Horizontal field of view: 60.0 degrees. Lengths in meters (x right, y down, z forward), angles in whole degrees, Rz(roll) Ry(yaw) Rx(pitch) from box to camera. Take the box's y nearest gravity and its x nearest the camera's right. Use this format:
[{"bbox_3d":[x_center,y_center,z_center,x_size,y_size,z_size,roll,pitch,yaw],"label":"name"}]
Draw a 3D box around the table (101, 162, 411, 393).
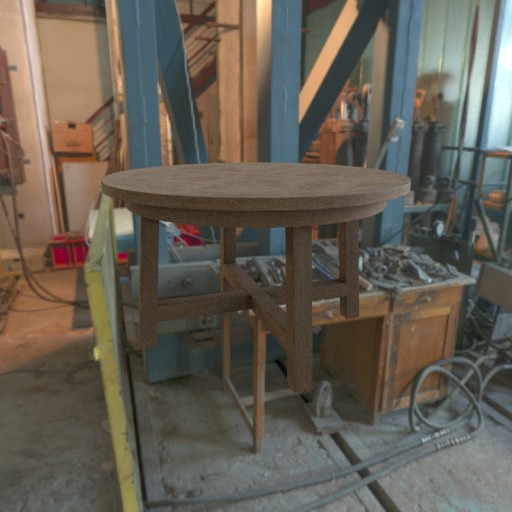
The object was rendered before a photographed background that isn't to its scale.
[{"bbox_3d":[0.000,0.000,2.097,1.319,0.762,1.319,0,17,0],"label":"table"}]
